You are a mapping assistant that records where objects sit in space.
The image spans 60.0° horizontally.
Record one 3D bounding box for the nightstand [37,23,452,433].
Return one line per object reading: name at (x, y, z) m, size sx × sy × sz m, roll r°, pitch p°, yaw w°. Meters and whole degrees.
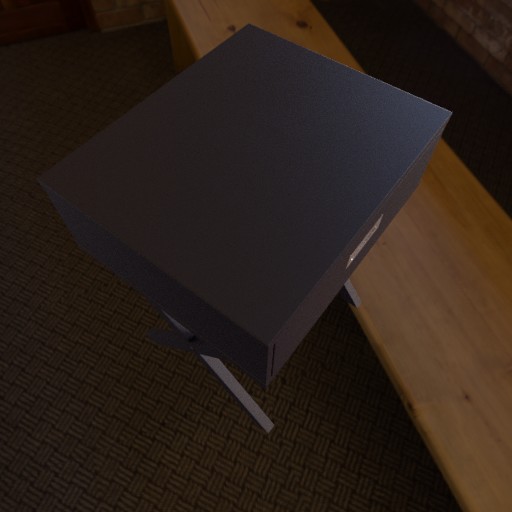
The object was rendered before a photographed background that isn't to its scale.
nightstand at (0.000, 0.000, 0.915) m, size 0.402 × 0.623 × 0.479 m, roll 33°, pitch 64°, yaw 19°
